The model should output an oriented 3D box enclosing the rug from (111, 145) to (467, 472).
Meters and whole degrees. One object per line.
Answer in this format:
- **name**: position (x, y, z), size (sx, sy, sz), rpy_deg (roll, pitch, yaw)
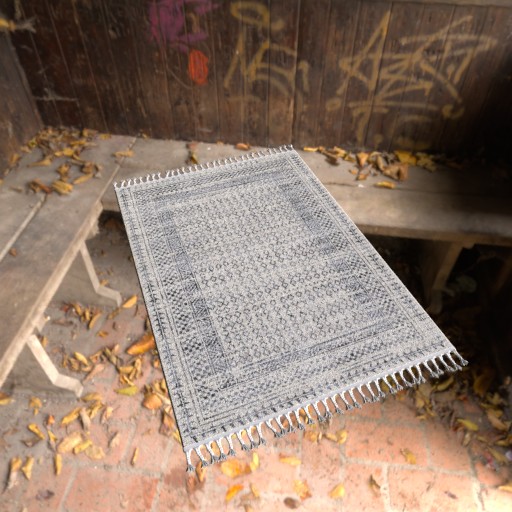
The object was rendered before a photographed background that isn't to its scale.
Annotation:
- **rug**: position (0.000, 0.000, 2.331), size (1.243, 0.013, 1.872), rpy_deg (-15, 48, -14)
